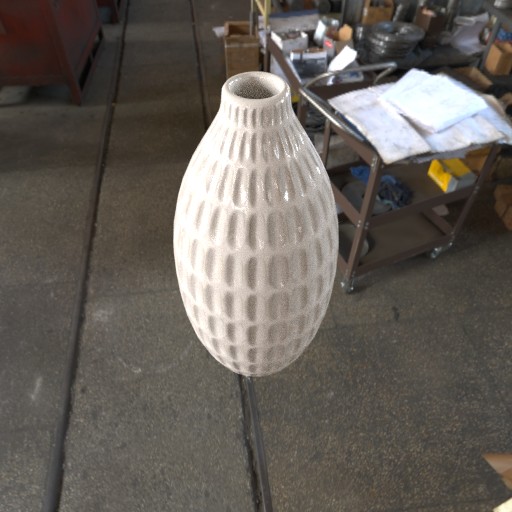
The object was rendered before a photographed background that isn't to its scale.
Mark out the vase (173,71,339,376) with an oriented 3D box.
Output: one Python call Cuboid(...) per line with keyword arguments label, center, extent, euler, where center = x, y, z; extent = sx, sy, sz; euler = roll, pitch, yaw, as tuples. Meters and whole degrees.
Cuboid(label="vase", center=(0.000, 0.000, 0.351), extent=(0.127, 0.282, 0.127), euler=(0, 47, 0))
